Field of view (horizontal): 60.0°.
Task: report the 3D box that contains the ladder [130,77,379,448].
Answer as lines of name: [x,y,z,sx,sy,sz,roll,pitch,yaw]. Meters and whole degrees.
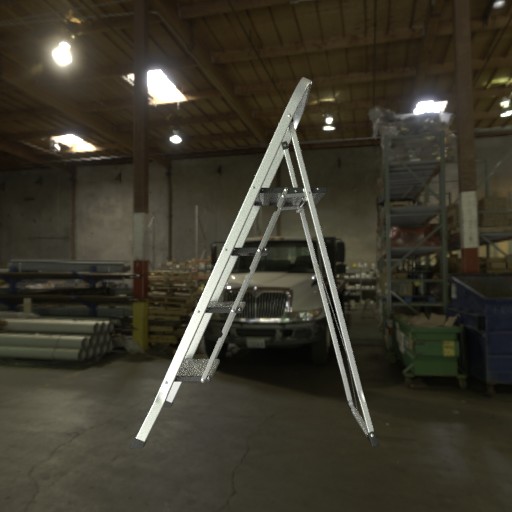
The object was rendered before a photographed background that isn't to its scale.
ladder: [0.000,0.000,1.713,0.830,1.290,0.465,0,-2,1]
